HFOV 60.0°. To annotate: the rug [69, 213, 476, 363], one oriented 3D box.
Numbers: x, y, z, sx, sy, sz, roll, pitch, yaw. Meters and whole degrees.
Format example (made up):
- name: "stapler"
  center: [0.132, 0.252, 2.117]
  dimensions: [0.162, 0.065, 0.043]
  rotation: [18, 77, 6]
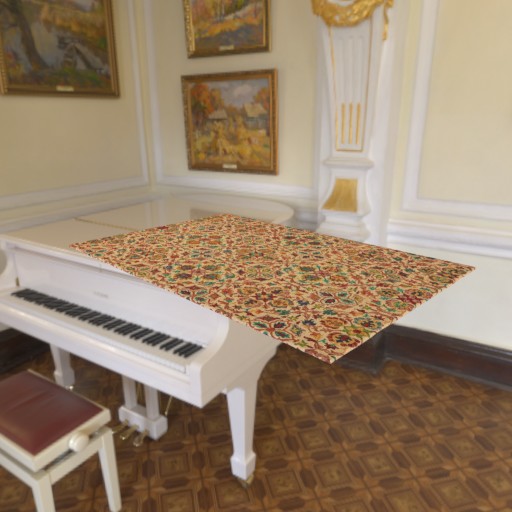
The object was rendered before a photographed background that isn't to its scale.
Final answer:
- name: "rug"
  center: [0.000, 0.000, 2.969]
  dimensions: [2.297, 0.018, 1.541]
  rotation: [16, 24, 42]
